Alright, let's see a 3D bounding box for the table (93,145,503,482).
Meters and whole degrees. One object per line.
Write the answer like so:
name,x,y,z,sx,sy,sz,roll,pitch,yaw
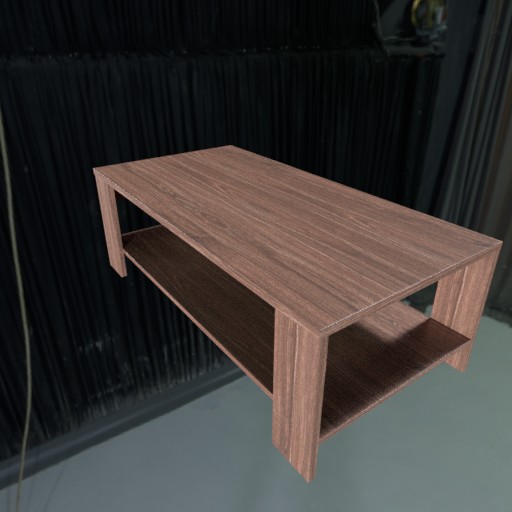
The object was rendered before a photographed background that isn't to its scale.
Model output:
table,0.000,0.000,1.435,0.600,0.400,1.200,-18,33,-31
